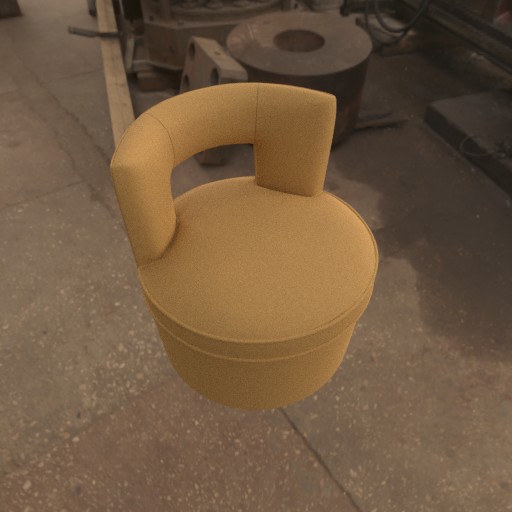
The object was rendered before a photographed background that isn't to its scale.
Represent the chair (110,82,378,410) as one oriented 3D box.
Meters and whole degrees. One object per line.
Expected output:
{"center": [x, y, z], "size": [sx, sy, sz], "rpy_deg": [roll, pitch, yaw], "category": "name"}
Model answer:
{"center": [0.000, 0.000, 1.245], "size": [0.650, 0.723, 0.665], "rpy_deg": [-24, 50, -22], "category": "chair"}
